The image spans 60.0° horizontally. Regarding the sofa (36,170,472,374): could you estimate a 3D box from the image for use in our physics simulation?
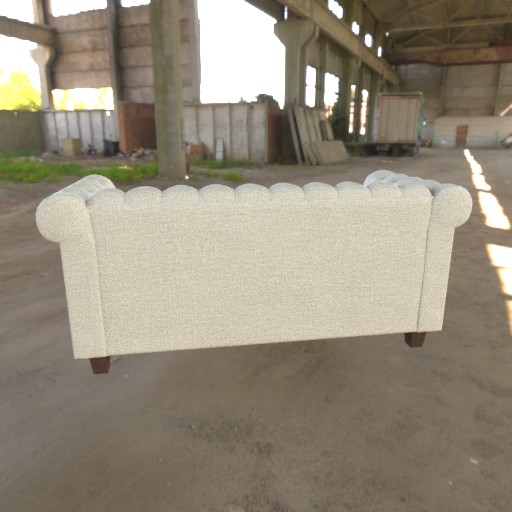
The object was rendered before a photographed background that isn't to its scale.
[{"bbox_3d":[0.000,0.000,2.238,1.798,0.797,0.783,-3,16,-9],"label":"sofa"}]
